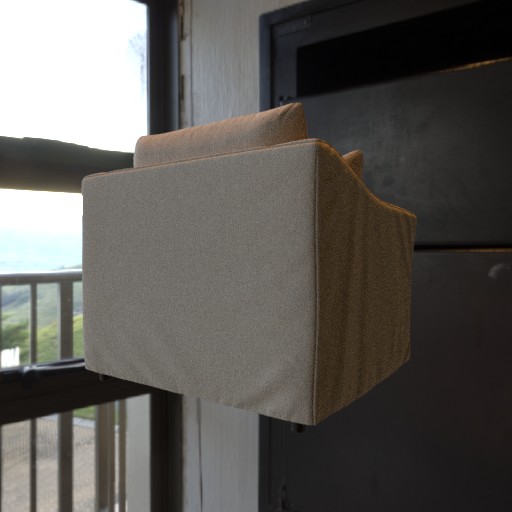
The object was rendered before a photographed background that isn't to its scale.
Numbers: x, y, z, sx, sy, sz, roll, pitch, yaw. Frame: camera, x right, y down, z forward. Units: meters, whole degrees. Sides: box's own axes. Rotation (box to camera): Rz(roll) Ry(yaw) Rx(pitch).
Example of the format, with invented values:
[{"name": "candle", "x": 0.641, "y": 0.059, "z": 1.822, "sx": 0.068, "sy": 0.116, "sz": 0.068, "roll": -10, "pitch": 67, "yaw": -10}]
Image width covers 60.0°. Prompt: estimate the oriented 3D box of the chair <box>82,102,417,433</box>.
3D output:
[{"name": "chair", "x": 0.000, "y": 0.000, "z": 2.058, "sx": 1.194, "sy": 1.093, "sz": 1.071, "roll": 0, "pitch": 1, "yaw": 35}]
